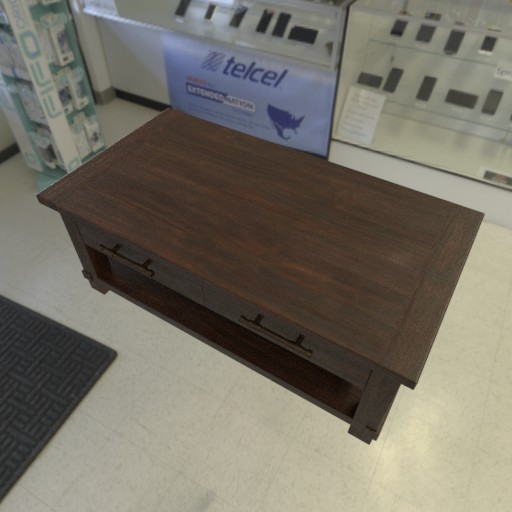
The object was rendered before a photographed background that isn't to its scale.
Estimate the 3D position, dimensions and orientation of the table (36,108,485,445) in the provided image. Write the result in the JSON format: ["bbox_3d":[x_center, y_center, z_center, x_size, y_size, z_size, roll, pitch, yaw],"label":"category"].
[{"bbox_3d":[0.000,0.000,1.595,1.270,0.494,0.700,24,51,21],"label":"table"}]
